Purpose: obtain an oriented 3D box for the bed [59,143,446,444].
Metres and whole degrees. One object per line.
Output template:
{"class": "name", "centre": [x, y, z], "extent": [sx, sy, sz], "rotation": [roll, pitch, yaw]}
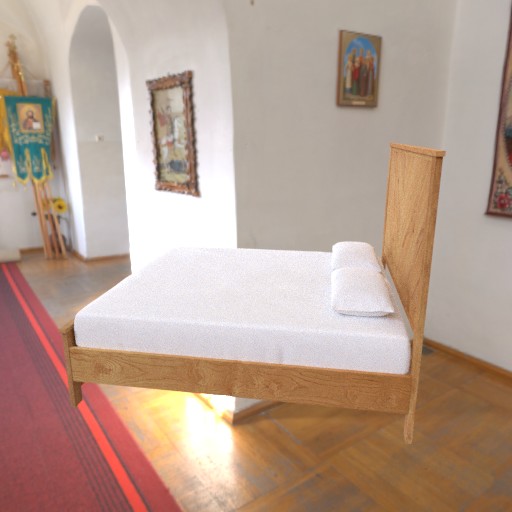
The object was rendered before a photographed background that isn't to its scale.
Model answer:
{"class": "bed", "centre": [0.000, 0.000, 3.992], "extent": [2.530, 1.938, 2.225], "rotation": [3, 16, 9]}
